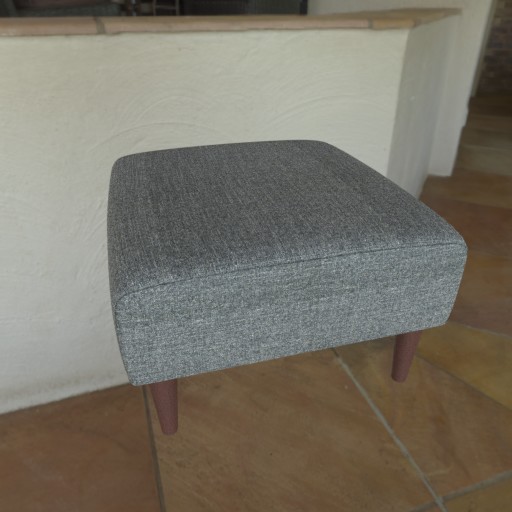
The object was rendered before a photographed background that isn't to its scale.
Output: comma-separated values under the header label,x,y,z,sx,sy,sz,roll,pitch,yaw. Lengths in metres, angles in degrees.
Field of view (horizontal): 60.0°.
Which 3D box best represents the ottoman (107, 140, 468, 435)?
label,x,y,z,sx,sy,sz,roll,pitch,yaw
ottoman,0.000,0.000,1.061,0.648,0.399,0.655,-8,31,-14
